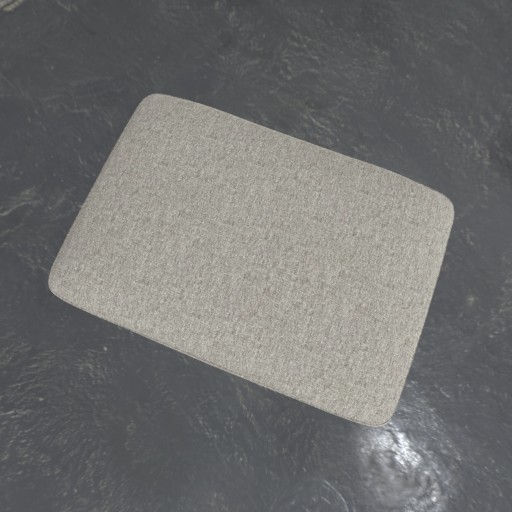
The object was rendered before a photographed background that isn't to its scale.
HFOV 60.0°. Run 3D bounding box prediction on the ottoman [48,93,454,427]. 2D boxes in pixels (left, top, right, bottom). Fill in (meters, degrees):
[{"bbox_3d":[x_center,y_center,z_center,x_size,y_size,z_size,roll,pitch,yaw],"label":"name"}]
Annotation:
[{"bbox_3d":[0.000,0.000,1.341,0.977,0.451,0.694,21,76,5],"label":"ottoman"}]
